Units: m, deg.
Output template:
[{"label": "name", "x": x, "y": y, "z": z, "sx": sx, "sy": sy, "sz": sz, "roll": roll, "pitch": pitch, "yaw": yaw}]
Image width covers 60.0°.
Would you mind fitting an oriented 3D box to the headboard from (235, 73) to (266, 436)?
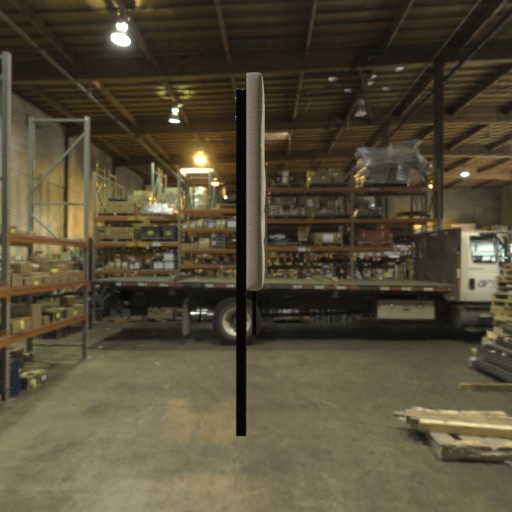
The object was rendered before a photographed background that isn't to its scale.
[{"label": "headboard", "x": 0.000, "y": 0.000, "z": 2.872, "sx": 0.120, "sy": 1.410, "sz": 2.362, "roll": 0, "pitch": 0, "yaw": 1}]
